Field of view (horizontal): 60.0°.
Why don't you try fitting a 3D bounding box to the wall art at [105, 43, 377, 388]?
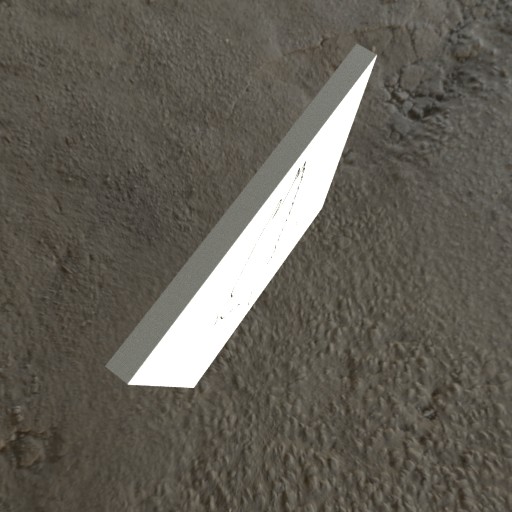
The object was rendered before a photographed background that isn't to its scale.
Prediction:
[{"bbox_3d":[0.000,0.000,0.920,0.038,0.610,0.610,34,76,10],"label":"wall art"}]
